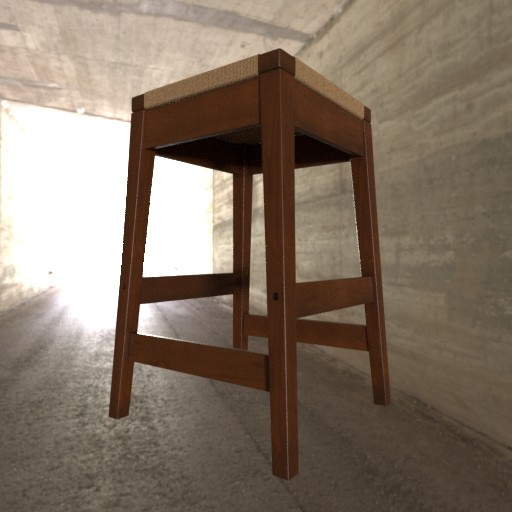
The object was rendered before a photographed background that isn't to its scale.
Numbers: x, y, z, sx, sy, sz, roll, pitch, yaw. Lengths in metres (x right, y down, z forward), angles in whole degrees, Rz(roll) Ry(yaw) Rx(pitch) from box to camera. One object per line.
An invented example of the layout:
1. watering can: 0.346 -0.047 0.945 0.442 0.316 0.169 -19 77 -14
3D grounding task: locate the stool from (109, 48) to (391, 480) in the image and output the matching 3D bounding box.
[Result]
1. stool: 0.000 0.000 1.101 0.507 0.762 0.497 0 0 37
